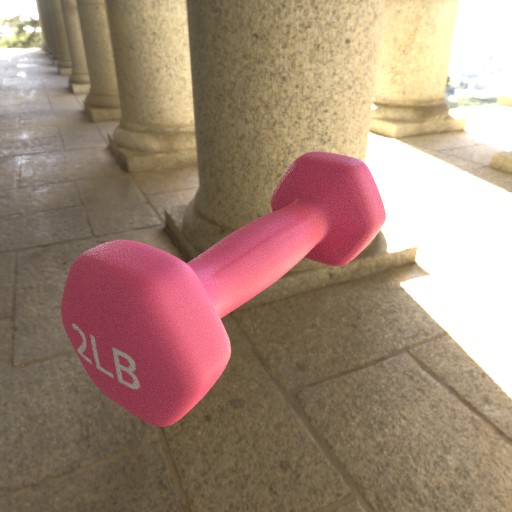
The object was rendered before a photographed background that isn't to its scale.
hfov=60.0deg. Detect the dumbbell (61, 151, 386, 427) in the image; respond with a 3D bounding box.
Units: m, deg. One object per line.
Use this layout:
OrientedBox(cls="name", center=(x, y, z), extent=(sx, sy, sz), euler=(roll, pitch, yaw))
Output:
OrientedBox(cls="dumbbell", center=(0.000, 0.000, 0.174), extent=(0.058, 0.053, 0.146), euler=(19, 34, 31))
